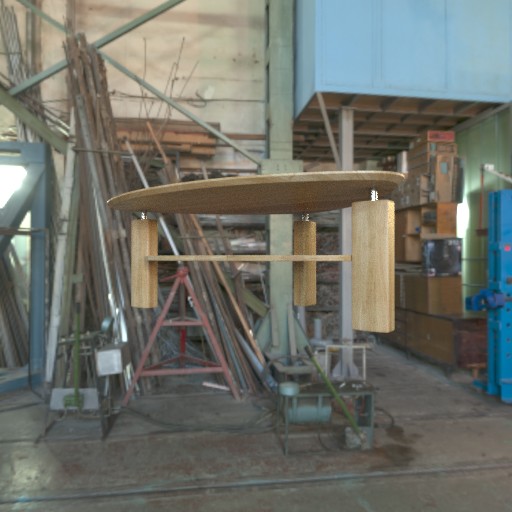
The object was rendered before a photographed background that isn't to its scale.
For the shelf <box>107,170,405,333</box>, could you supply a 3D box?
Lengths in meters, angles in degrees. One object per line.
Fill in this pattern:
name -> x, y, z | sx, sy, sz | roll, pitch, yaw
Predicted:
shelf -> 0.000, 0.000, 1.703 | 1.240, 0.439, 0.863 | 0, 0, 37
